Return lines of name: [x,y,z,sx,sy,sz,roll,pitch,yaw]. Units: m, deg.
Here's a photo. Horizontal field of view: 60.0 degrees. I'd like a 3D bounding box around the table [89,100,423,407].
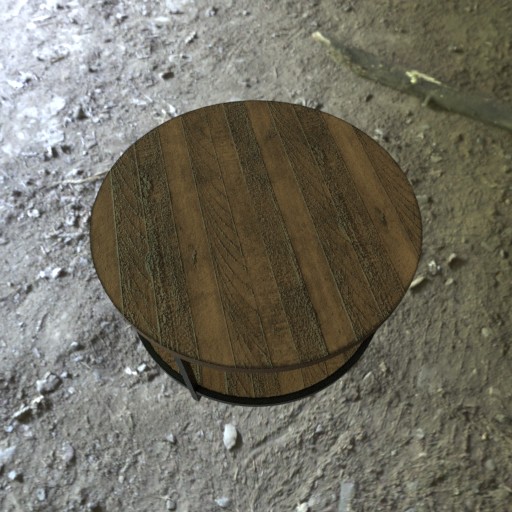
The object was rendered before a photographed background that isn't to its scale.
table: [0.000,0.000,1.330,0.837,0.462,0.837,0,58,0]
